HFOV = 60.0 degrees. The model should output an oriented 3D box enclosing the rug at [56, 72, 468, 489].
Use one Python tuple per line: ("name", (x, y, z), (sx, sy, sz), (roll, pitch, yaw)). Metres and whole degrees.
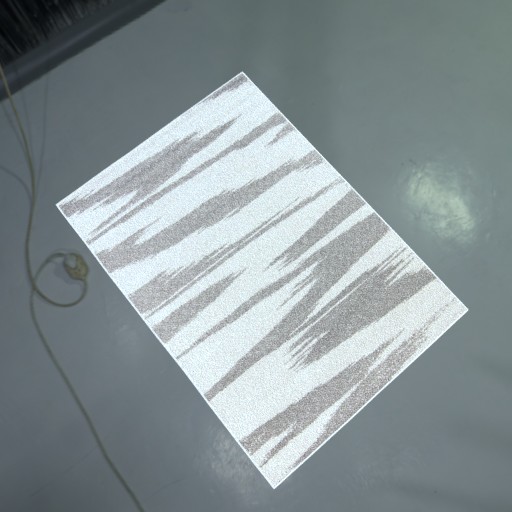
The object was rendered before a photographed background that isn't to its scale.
("rug", (0.000, 0.000, 2.729), (1.533, 0.010, 2.142), (-39, 79, -9))
